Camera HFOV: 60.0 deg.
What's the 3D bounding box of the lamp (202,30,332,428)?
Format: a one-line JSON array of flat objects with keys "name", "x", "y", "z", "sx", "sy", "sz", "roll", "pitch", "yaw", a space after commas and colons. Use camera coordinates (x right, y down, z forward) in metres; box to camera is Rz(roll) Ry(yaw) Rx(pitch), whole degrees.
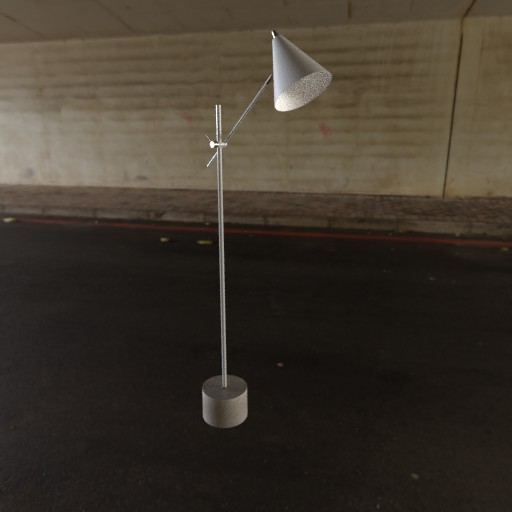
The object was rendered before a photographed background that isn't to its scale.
[{"name": "lamp", "x": 0.000, "y": 0.000, "z": 1.561, "sx": 0.508, "sy": 1.430, "sz": 0.223, "roll": 15, "pitch": 22, "yaw": 42}]
